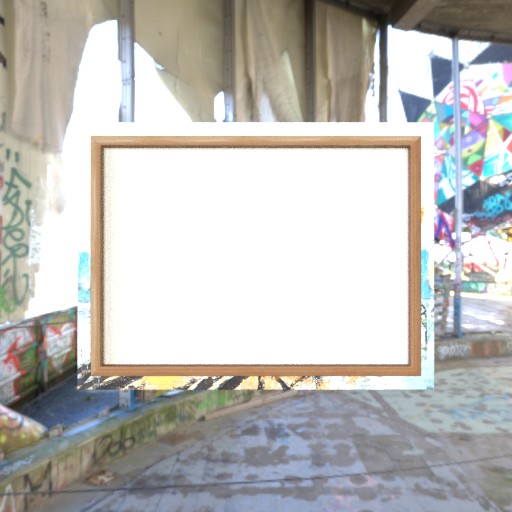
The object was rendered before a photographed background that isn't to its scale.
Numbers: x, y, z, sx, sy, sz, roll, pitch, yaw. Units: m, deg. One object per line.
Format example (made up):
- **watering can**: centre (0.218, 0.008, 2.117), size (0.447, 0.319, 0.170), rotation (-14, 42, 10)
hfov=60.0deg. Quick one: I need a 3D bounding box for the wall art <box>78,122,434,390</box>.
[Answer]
- **wall art**: centre (0.000, 0.000, 1.278), size (1.016, 0.762, 0.038), rotation (0, 0, 0)
